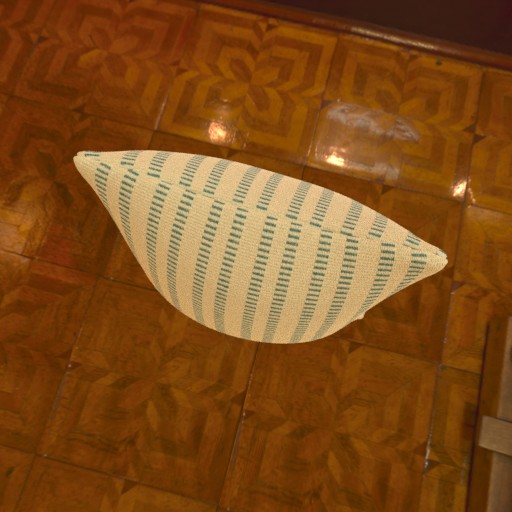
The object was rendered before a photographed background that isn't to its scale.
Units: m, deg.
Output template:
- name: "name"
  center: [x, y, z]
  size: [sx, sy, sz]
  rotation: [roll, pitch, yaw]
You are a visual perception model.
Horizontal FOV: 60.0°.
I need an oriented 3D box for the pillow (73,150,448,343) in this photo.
- name: "pillow"
  center: [0.000, 0.000, 0.686]
  size: [0.438, 0.419, 0.247]
  rotation: [16, 75, 4]
